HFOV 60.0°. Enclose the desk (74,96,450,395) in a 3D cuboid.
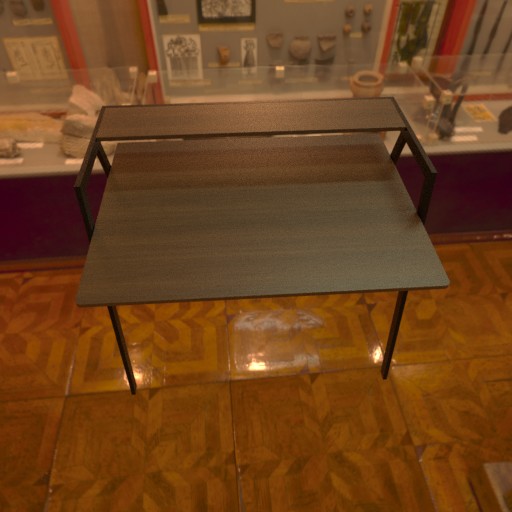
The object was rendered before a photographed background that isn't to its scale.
[{"bbox_3d":[0.000,0.000,1.850,1.143,0.998,0.936,-3,47,-3],"label":"desk"}]
